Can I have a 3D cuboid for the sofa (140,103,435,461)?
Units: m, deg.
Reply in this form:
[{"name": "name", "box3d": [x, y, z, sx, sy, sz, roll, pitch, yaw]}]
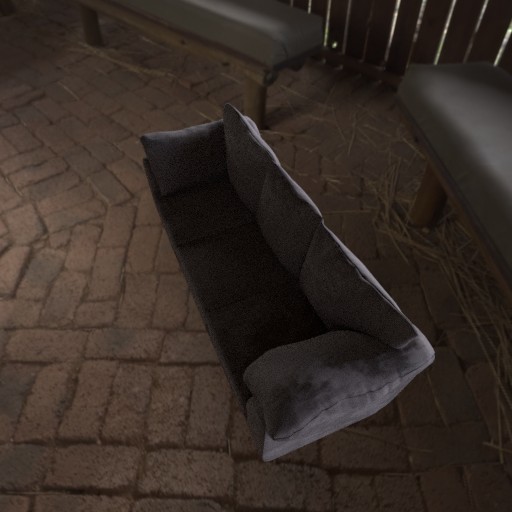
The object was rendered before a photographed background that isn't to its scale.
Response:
[{"name": "sofa", "box3d": [0.000, 0.000, 2.794, 0.893, 0.981, 2.377, -18, 50, -16]}]
